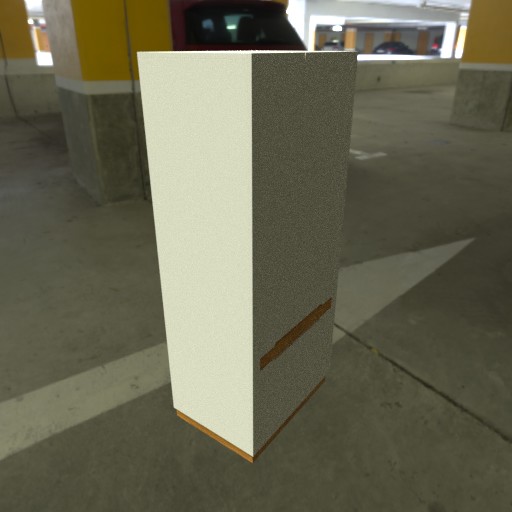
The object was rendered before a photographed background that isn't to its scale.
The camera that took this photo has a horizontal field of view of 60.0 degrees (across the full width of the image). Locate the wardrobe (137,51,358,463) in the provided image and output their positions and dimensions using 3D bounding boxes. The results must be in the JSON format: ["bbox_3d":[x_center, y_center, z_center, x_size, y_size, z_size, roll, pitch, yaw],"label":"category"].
[{"bbox_3d":[0.000,0.000,2.436,0.600,2.040,0.860,18,30,33],"label":"wardrobe"}]
